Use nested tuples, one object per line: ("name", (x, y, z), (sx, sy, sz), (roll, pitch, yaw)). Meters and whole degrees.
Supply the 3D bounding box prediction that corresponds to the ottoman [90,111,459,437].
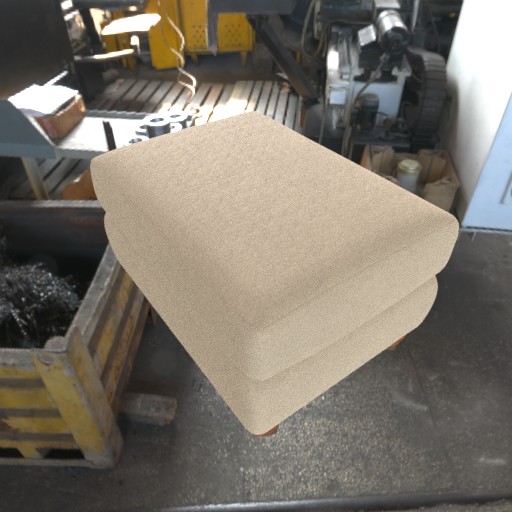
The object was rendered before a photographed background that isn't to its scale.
("ottoman", (0.000, 0.000, 1.175), (0.569, 0.504, 0.773), (-25, 46, -27))
